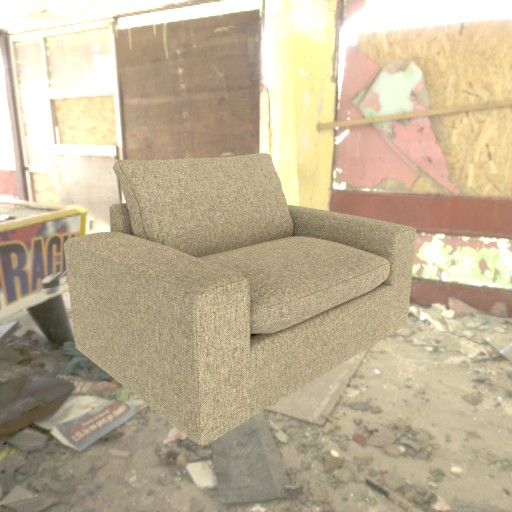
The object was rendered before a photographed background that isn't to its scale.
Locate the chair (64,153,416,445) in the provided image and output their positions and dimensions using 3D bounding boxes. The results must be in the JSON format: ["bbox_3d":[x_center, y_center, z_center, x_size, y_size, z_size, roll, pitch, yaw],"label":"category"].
[{"bbox_3d":[0.000,0.000,2.113,1.398,0.915,1.039,-14,21,-42],"label":"chair"}]
